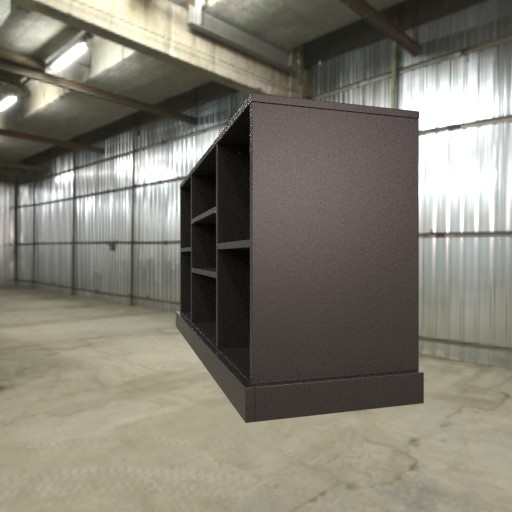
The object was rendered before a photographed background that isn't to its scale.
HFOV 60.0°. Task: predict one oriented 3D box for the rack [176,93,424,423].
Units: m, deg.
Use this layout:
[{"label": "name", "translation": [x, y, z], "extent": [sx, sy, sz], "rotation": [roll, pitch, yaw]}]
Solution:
[{"label": "rack", "translation": [0.000, 0.000, 1.478], "extent": [0.399, 0.635, 1.206], "rotation": [0, 0, -16]}]
